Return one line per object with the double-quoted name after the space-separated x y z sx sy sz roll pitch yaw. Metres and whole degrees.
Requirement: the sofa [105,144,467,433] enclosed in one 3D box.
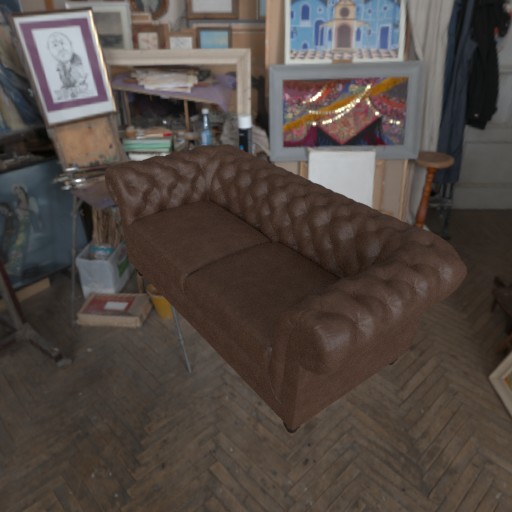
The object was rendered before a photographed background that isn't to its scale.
0.000 0.000 2.542 0.955 0.784 2.048 -22 38 -31 "sofa"
